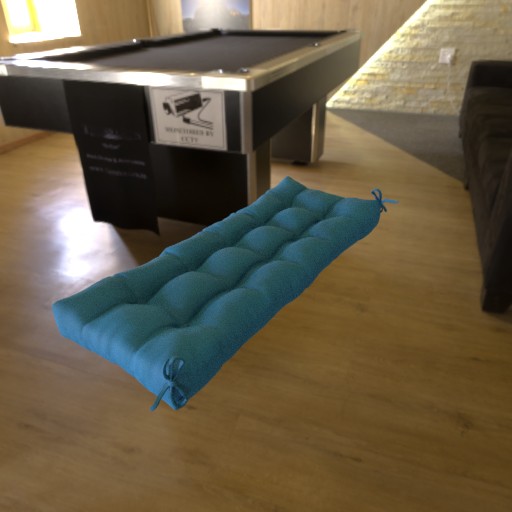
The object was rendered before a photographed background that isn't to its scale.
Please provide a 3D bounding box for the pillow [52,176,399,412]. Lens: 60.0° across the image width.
[{"bbox_3d":[0.000,0.000,1.396,0.511,0.174,1.194,20,36,30],"label":"pillow"}]
